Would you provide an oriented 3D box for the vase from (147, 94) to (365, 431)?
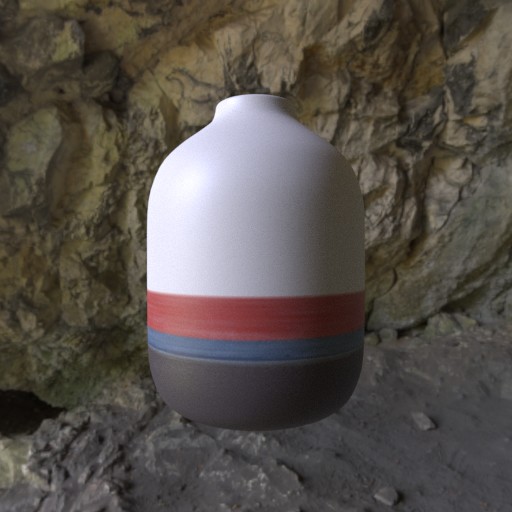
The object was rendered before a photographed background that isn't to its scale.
[{"bbox_3d":[0.000,0.000,0.355,0.169,0.237,0.169,0,0,0],"label":"vase"}]
